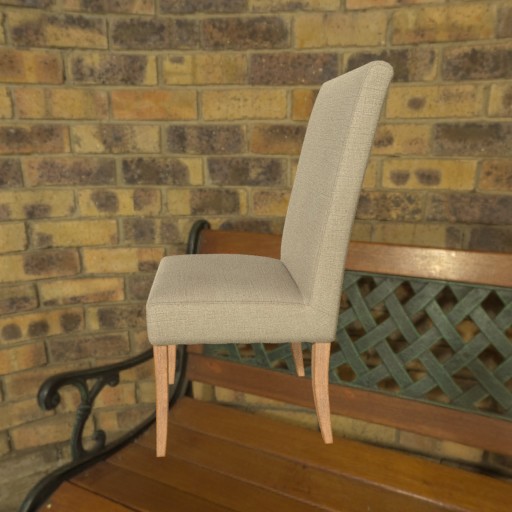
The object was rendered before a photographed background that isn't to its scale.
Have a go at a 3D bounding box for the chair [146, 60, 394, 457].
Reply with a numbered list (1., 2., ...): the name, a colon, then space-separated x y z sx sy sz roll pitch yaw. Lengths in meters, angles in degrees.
1. chair: 0.000 0.000 1.328 0.611 1.033 0.450 -2 15 -6
